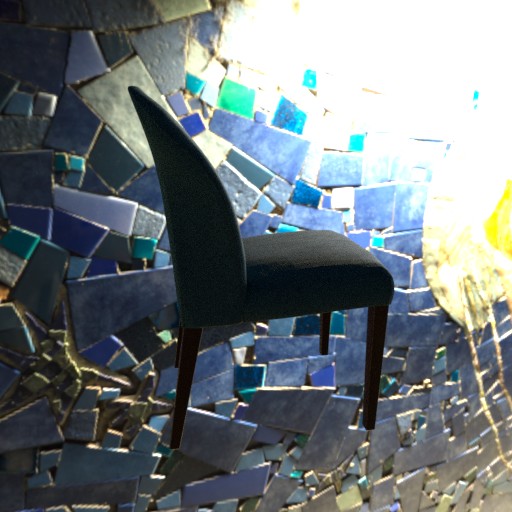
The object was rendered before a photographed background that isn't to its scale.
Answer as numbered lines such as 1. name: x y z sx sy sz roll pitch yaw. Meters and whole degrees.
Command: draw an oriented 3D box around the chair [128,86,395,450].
1. chair: 0.000 0.000 1.239 0.620 0.879 0.507 -2 16 -8
